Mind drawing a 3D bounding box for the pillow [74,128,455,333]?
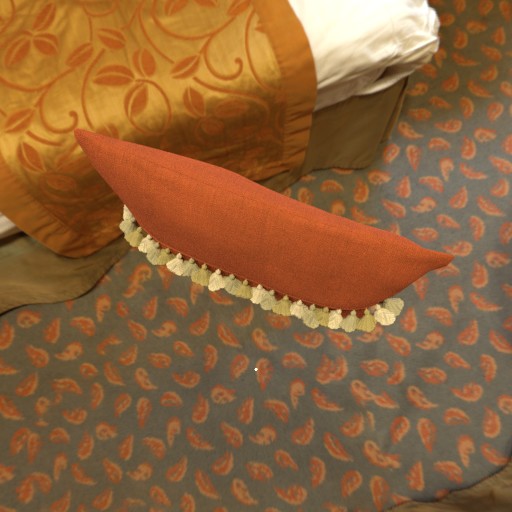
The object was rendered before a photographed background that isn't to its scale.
[{"bbox_3d":[0.000,0.000,0.734,0.490,0.482,0.165,20,77,5],"label":"pillow"}]
